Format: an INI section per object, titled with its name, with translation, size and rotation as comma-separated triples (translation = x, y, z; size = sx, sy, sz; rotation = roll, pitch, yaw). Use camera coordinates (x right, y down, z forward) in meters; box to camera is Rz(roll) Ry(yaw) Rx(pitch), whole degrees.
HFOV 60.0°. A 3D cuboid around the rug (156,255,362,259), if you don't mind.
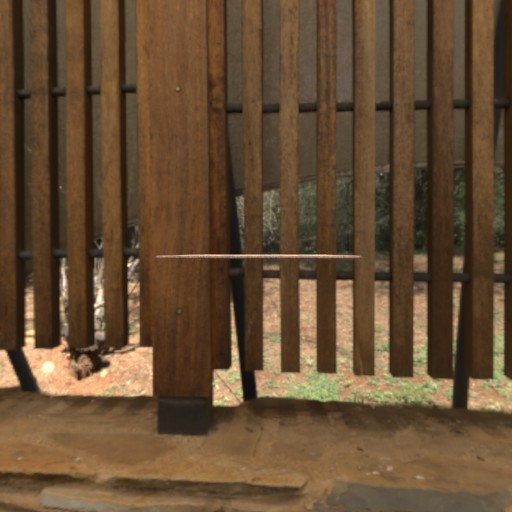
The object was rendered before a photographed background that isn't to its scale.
[rug]
translation = 0.000, 0.000, 2.682
size = 0.685, 0.013, 2.437
rotation = 0, 0, 0
